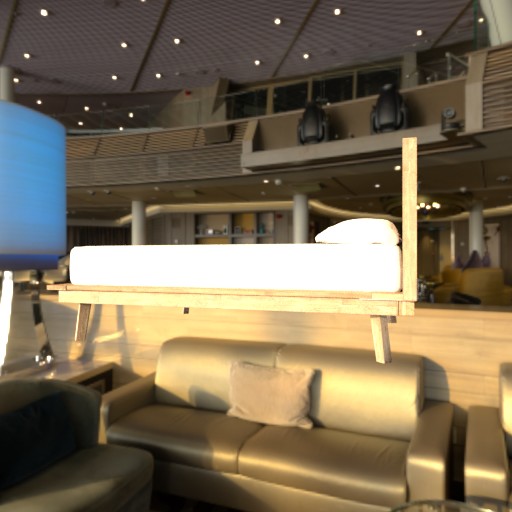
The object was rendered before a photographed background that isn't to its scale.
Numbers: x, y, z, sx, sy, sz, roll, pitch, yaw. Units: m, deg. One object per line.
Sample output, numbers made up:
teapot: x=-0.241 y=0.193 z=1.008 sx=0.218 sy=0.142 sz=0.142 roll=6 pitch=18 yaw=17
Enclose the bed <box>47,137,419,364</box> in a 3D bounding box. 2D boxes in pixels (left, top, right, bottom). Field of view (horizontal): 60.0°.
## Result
bed: x=0.000 y=0.000 z=3.183 sx=2.145 sy=1.071 sz=1.759 roll=0 pitch=0 yaw=18
